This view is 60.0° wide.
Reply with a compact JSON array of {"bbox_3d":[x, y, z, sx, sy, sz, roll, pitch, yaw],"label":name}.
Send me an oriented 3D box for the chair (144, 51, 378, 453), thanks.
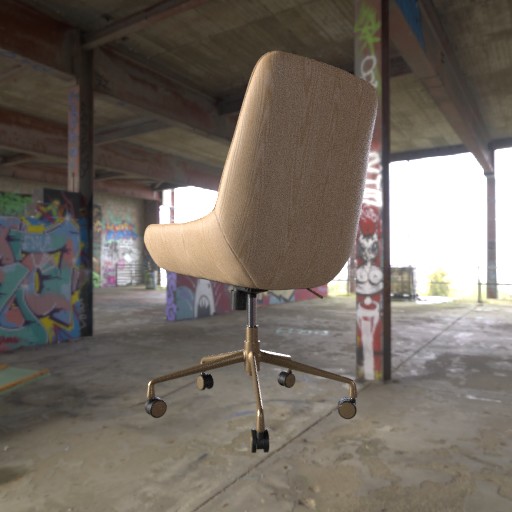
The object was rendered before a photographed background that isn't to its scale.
[{"bbox_3d":[0.000,0.000,1.347,0.564,0.952,0.668,0,0,-37],"label":"chair"}]
